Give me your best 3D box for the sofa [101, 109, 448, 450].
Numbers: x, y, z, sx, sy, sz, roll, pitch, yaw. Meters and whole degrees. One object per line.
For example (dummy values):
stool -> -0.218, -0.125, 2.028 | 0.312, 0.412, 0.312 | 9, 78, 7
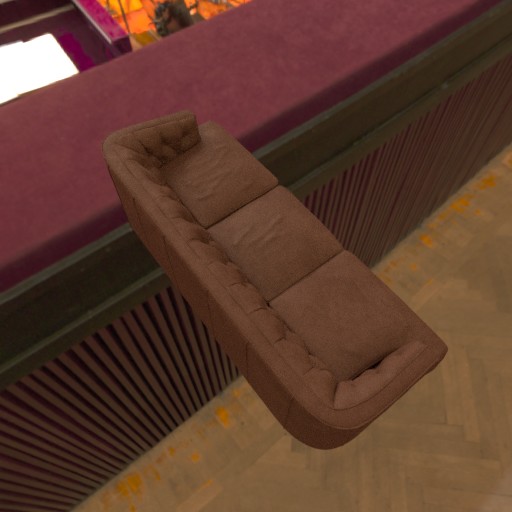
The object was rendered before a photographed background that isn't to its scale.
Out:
sofa -> 0.000, 0.000, 2.675 | 0.927, 0.787, 2.227 | -33, 63, -19
